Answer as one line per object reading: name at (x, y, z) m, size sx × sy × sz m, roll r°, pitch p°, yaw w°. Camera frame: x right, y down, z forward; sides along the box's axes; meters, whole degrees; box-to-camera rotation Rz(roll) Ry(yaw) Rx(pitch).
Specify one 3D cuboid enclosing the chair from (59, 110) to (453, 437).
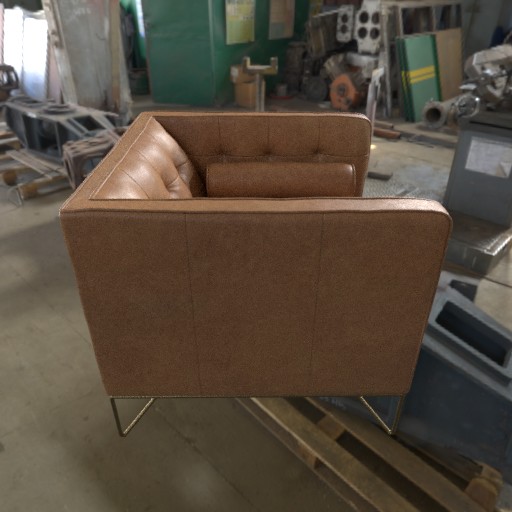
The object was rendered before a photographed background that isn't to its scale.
chair at (0.000, 0.000, 1.567) m, size 0.912 × 0.797 × 0.920 m, roll 0°, pitch 32°, yaw 0°
